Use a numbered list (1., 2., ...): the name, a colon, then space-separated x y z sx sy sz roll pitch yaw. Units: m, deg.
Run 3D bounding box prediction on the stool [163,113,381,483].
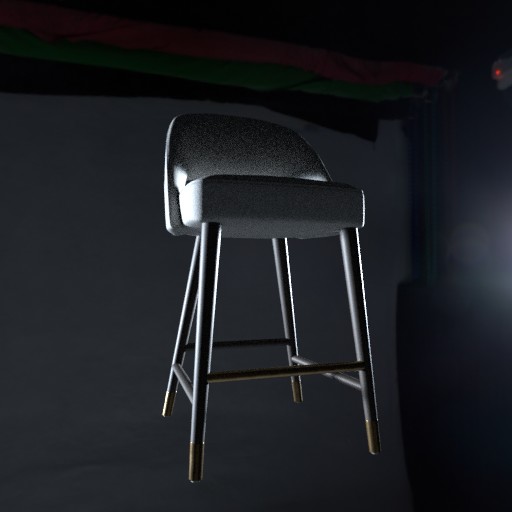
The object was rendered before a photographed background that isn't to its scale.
1. stool: 0.000 0.000 1.220 0.494 0.940 0.509 1 -2 -19
